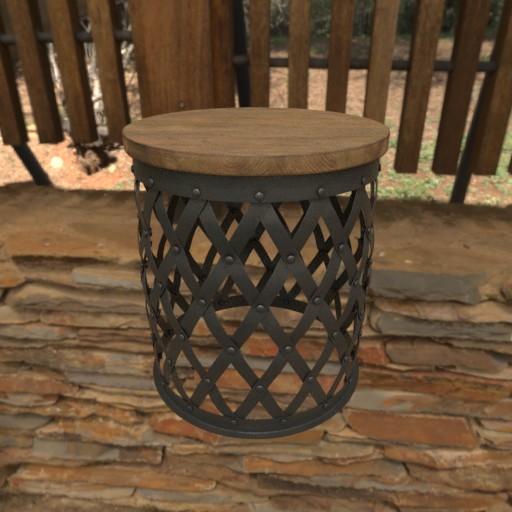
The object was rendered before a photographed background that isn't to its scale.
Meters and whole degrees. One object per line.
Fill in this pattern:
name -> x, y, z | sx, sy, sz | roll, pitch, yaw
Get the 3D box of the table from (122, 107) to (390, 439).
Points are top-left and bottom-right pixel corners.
table -> 0.000, 0.000, 0.791 | 0.405, 0.454, 0.405 | 0, 26, 0
